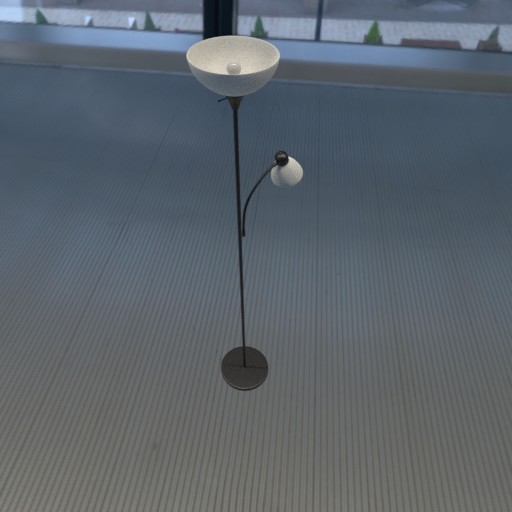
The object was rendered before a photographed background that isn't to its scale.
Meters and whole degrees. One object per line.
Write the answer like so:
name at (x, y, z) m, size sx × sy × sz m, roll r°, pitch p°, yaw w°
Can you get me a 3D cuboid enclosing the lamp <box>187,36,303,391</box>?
lamp at (0.000, 0.000, 1.966) m, size 0.442 × 1.804 × 0.279 m, roll -31°, pitch 54°, yaw -26°
